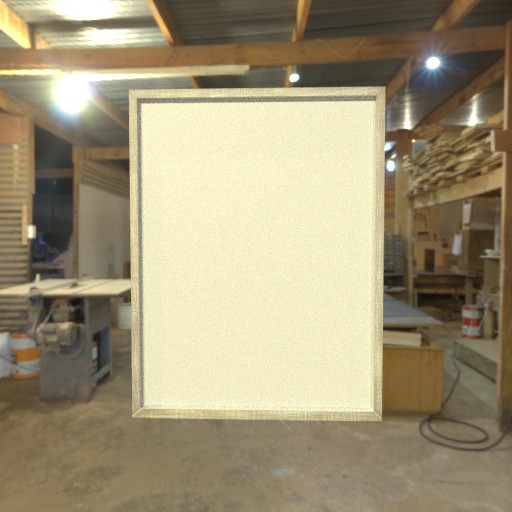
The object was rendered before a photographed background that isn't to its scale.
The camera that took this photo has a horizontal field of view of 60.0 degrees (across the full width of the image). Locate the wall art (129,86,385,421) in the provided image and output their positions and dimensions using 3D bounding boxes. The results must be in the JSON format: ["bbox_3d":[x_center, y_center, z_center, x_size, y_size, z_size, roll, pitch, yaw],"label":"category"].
[{"bbox_3d":[0.000,0.000,1.379,0.781,1.022,0.035,0,2,2],"label":"wall art"}]
